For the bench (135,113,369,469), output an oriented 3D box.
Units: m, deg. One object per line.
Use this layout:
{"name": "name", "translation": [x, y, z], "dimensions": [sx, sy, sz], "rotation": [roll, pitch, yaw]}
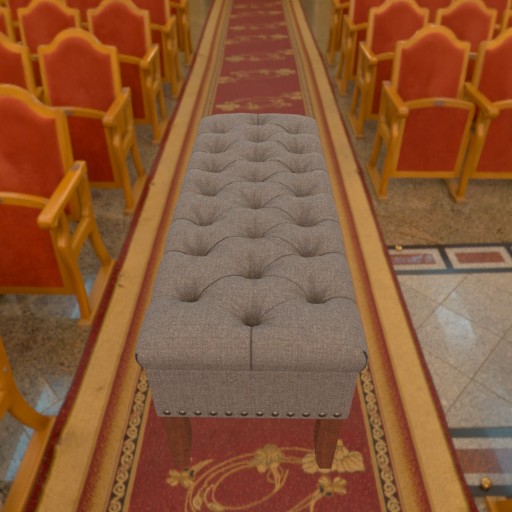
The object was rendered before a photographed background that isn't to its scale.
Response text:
{"name": "bench", "translation": [0.000, 0.000, 1.296], "dimensions": [0.417, 0.470, 1.052], "rotation": [1, 39, 1]}
